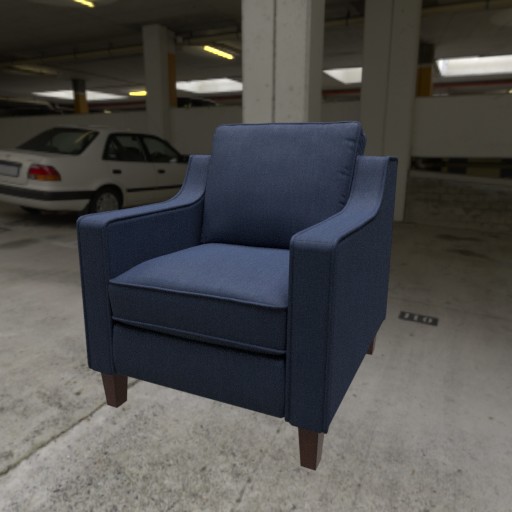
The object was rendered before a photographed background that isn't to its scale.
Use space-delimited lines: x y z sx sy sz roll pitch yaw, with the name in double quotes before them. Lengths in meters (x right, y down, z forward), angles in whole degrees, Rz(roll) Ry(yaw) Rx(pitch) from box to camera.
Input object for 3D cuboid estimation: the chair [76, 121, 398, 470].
"chair" 0.000 0.000 1.619 0.831 0.960 0.909 6 15 25
